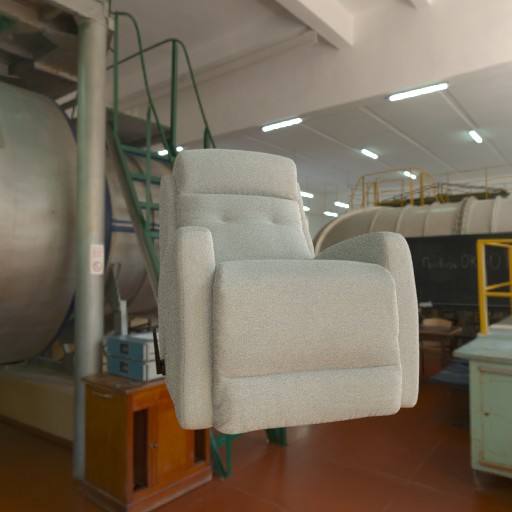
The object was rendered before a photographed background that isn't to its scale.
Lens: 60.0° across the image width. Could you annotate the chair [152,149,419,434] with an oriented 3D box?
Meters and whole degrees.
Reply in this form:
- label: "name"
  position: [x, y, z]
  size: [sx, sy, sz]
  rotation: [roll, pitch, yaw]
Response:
- label: "chair"
  position: [0.000, 0.000, 1.697]
  size: [0.798, 1.013, 1.043]
  rotation: [0, -2, -17]
